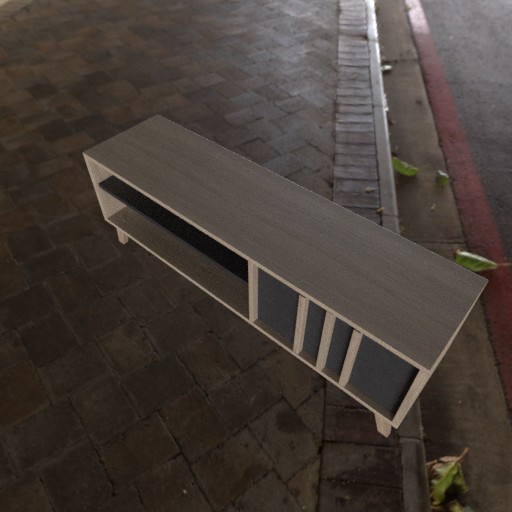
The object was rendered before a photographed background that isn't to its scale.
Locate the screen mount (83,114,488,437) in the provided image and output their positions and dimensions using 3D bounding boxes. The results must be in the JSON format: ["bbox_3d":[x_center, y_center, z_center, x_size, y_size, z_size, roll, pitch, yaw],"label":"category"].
[{"bbox_3d":[0.000,0.000,1.744,1.500,0.509,0.401,32,54,26],"label":"screen mount"}]
